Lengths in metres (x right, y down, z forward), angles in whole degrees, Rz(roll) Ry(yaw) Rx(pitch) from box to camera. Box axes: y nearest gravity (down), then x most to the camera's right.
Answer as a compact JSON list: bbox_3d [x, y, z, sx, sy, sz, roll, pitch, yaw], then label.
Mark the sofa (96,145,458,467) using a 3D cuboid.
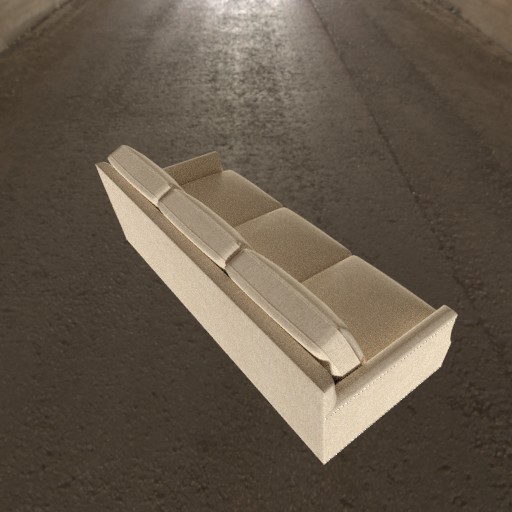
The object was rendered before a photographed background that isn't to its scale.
[{"bbox_3d":[0.000,0.000,2.766,1.041,0.940,2.210,-26,47,-28],"label":"sofa"}]
